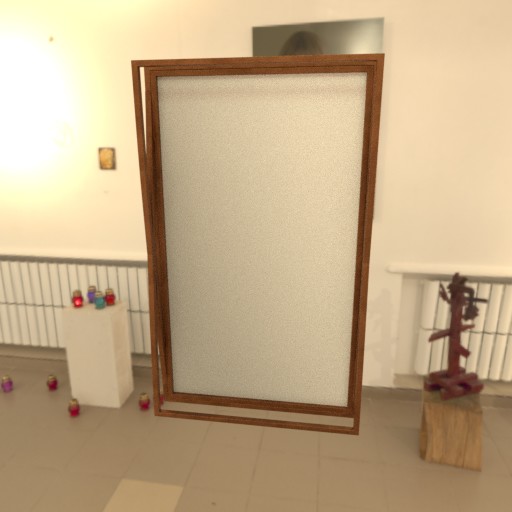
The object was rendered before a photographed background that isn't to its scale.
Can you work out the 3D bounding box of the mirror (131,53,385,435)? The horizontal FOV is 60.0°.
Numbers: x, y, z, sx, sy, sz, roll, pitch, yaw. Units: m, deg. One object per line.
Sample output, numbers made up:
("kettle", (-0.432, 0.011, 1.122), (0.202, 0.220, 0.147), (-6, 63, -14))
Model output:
("mirror", (0.000, 0.000, 0.936), (0.468, 0.768, 0.082), (2, 15, 8))
